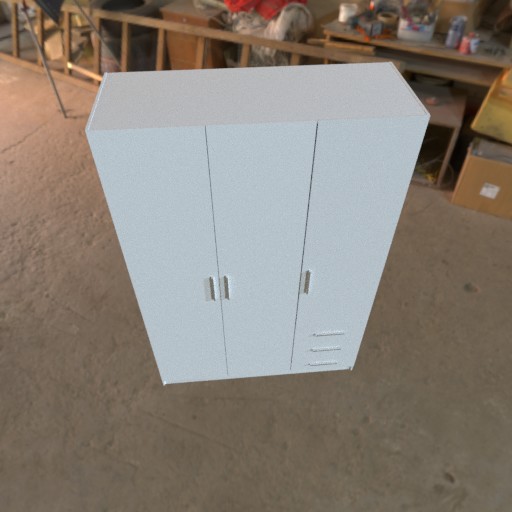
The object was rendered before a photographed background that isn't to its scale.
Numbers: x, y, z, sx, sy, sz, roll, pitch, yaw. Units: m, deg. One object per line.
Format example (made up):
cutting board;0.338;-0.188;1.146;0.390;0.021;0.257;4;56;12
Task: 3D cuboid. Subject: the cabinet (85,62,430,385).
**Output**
cabinet;0.000;0.000;2.496;1.290;1.910;0.510;-4;46;-4
